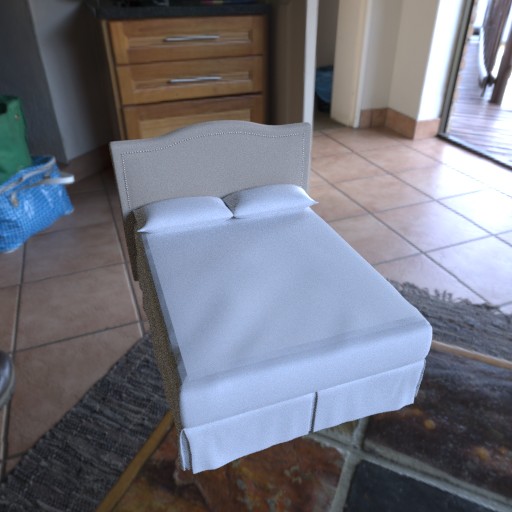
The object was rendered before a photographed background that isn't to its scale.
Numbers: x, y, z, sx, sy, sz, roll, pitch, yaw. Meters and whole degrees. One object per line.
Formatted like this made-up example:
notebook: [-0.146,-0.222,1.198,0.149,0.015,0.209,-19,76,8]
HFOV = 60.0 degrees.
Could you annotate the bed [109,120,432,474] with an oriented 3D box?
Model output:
bed: [0.000,0.000,3.132,1.678,1.398,2.052,-11,34,-16]
